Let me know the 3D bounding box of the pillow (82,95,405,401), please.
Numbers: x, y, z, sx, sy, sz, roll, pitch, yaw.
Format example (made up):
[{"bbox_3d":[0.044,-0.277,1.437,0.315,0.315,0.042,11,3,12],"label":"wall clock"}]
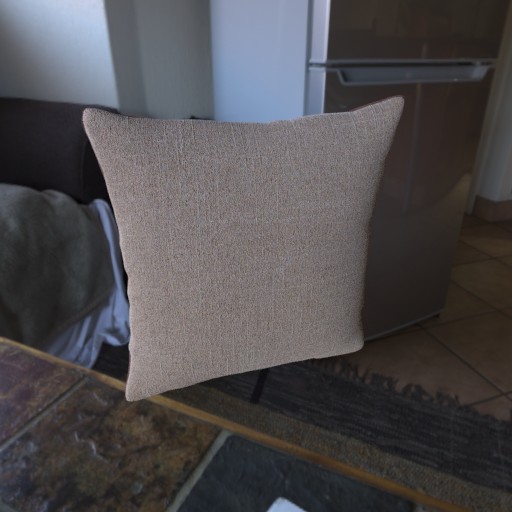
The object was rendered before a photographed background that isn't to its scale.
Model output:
[{"bbox_3d":[0.000,0.000,0.669,0.437,0.448,0.147,-9,28,-17],"label":"pillow"}]
